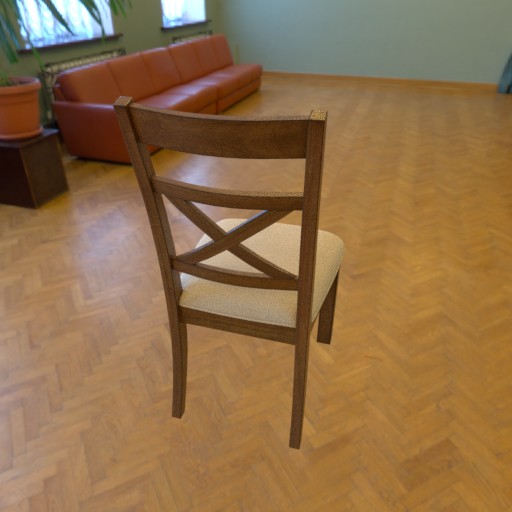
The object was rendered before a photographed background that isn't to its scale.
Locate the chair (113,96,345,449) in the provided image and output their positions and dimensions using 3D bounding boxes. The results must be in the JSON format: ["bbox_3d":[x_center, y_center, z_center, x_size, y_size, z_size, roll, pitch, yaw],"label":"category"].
[{"bbox_3d":[0.000,0.000,1.267,0.461,0.949,0.581,9,32,14],"label":"chair"}]
